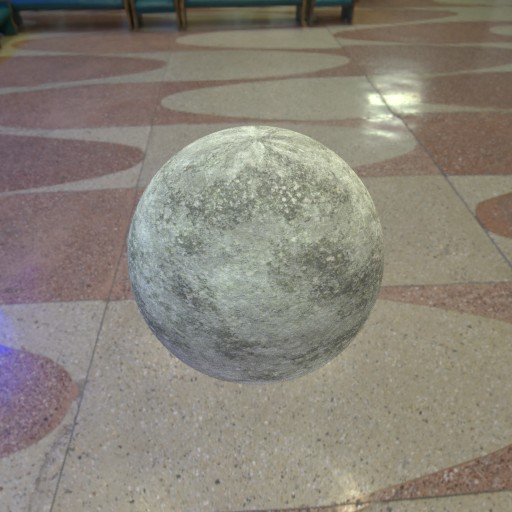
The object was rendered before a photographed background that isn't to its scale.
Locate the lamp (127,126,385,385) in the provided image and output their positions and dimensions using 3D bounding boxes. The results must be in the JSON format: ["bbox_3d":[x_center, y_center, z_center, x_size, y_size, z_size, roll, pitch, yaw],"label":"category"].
[{"bbox_3d":[0.000,0.000,0.757,0.422,0.429,0.422,0,40,0],"label":"lamp"}]
